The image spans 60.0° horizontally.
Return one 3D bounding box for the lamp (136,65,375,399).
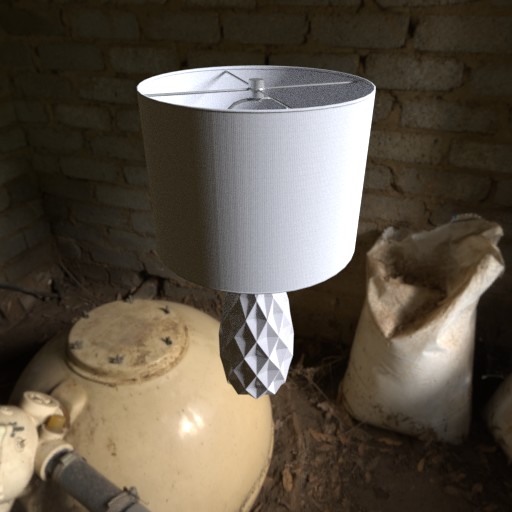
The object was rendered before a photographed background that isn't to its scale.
[{"bbox_3d":[0.000,0.000,0.696,0.297,0.522,0.297,0,31,0],"label":"lamp"}]
